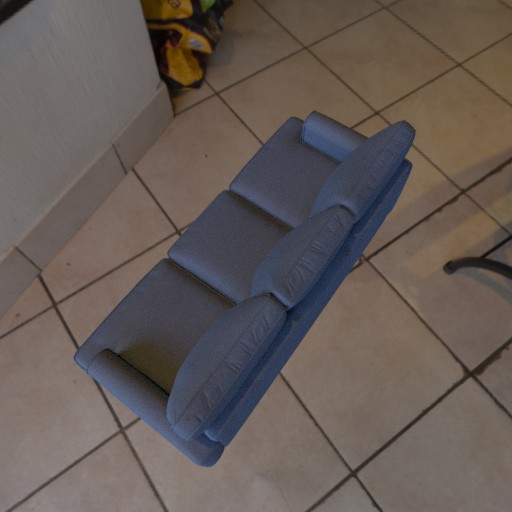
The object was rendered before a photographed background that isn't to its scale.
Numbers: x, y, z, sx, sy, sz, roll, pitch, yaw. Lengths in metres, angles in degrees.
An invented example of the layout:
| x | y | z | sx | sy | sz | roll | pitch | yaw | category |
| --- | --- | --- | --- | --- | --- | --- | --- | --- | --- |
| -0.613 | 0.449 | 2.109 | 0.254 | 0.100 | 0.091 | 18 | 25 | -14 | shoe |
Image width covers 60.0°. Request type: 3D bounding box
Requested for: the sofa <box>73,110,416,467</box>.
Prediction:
| x | y | z | sx | sy | sz | roll | pitch | yaw | category |
| --- | --- | --- | --- | --- | --- | --- | --- | --- | --- |
| 0.000 | 0.000 | 2.625 | 0.951 | 0.965 | 2.158 | 33 | 68 | 15 | sofa |
